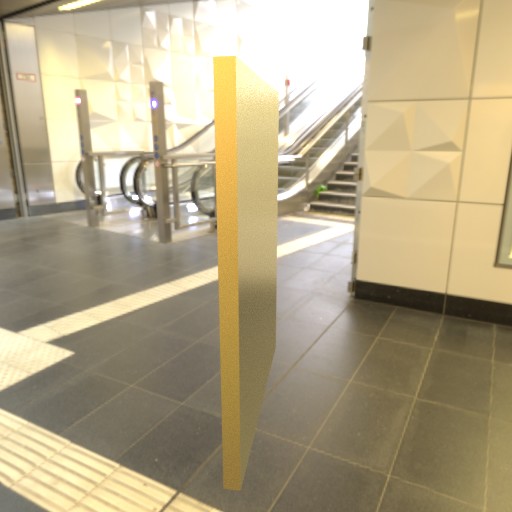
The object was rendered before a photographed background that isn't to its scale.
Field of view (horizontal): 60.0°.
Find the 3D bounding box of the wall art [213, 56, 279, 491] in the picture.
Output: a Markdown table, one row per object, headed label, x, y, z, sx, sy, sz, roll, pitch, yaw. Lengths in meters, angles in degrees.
| label | x | y | z | sx | sy | sz | roll | pitch | yaw |
| --- | --- | --- | --- | --- | --- | --- | --- | --- | --- |
| wall art | 0.000 | 0.000 | 0.767 | 0.025 | 0.569 | 0.444 | 2 | 16 | 9 |
